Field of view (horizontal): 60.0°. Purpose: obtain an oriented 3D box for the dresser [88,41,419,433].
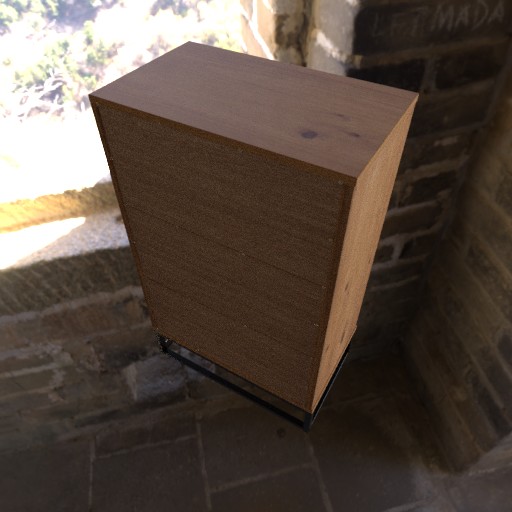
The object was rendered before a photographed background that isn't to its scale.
[{"bbox_3d":[0.000,0.000,1.622,0.761,1.240,0.479,22,49,21],"label":"dresser"}]
